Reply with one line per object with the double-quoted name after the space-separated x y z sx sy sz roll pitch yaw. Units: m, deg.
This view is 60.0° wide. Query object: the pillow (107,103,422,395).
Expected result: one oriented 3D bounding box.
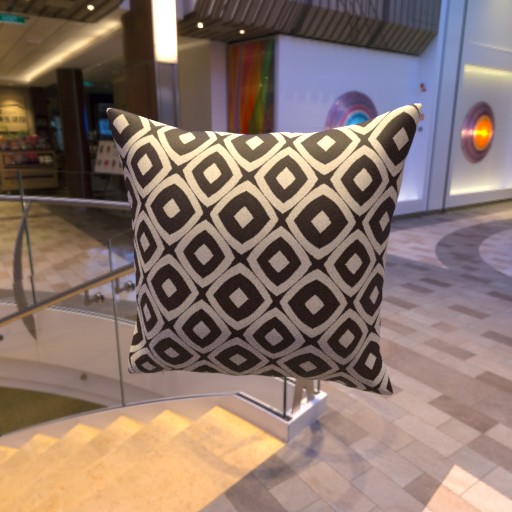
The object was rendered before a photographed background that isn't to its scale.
0.000 0.000 0.766 0.504 0.494 0.188 2 15 9 "pillow"
